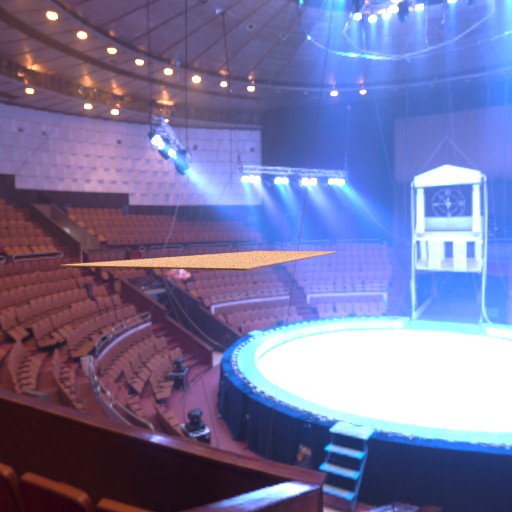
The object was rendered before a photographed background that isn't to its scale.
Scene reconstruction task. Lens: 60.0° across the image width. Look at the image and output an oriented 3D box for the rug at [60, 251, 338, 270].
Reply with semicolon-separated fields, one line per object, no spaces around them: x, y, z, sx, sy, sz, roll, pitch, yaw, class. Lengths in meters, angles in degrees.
0.000;0.000;2.607;0.686;0.006;2.437;1;2;17;rug
